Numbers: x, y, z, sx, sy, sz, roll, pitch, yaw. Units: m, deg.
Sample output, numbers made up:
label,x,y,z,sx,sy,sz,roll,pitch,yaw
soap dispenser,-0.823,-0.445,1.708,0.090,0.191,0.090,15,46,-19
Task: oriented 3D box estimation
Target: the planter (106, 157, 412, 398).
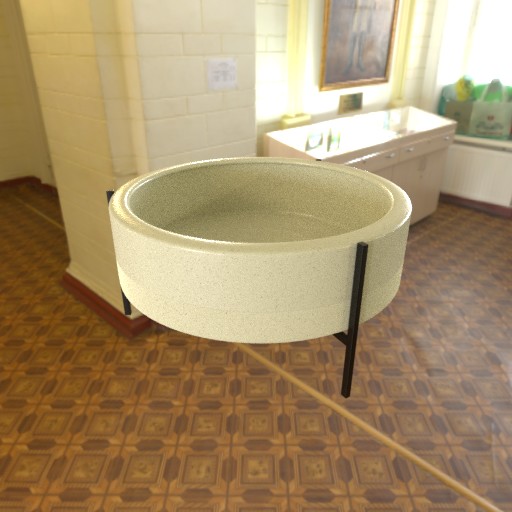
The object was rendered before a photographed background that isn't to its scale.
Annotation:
label,x,y,z,sx,sy,sz,roll,pitch,yaw
planter,0.000,0.000,0.548,0.345,0.171,0.336,0,26,0
